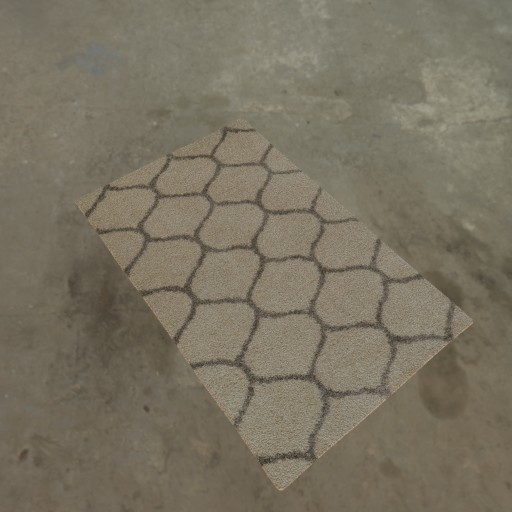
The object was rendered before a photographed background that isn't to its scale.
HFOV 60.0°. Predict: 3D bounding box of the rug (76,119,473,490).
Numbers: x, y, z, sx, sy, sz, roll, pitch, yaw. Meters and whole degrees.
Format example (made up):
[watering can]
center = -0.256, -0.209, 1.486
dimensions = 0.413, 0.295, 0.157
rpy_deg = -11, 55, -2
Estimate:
[rug]
center = 0.000, 0.000, 2.927
dimensions = 1.501, 0.024, 2.348
rpy_deg = -32, 62, -20
